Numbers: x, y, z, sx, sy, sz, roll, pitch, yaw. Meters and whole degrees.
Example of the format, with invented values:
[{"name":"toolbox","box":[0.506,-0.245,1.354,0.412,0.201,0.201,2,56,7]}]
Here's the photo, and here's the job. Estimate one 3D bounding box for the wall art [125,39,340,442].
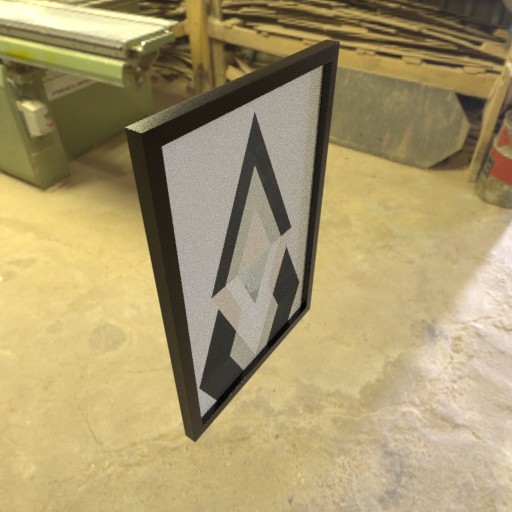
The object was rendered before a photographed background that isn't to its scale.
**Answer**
[{"name":"wall art","box":[0.000,0.000,0.574,0.019,0.455,0.314,25,46,27]}]
